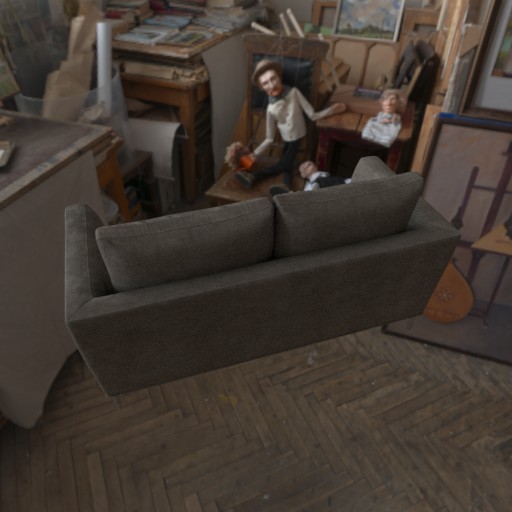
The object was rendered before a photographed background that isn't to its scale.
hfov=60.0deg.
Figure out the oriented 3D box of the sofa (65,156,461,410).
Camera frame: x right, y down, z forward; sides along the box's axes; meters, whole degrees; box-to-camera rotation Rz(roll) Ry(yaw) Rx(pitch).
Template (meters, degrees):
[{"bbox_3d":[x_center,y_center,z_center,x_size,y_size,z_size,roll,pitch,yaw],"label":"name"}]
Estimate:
[{"bbox_3d":[0.000,0.000,2.373,1.832,1.013,0.855,-12,42,-14],"label":"sofa"}]
